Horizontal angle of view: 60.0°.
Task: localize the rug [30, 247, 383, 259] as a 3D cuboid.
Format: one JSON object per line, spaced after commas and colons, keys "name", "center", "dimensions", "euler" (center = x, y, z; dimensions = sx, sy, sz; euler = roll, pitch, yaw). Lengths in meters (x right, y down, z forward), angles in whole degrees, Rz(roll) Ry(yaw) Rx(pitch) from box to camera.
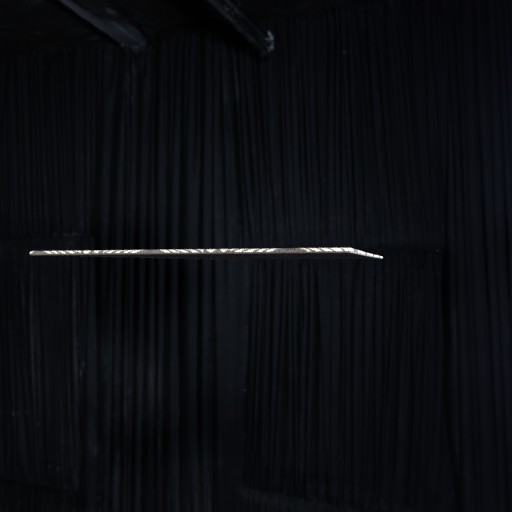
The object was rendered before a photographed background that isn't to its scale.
{"name": "rug", "center": [0.000, 0.000, 2.357], "dimensions": [1.210, 0.016, 1.833], "euler": [0, -1, 19]}
